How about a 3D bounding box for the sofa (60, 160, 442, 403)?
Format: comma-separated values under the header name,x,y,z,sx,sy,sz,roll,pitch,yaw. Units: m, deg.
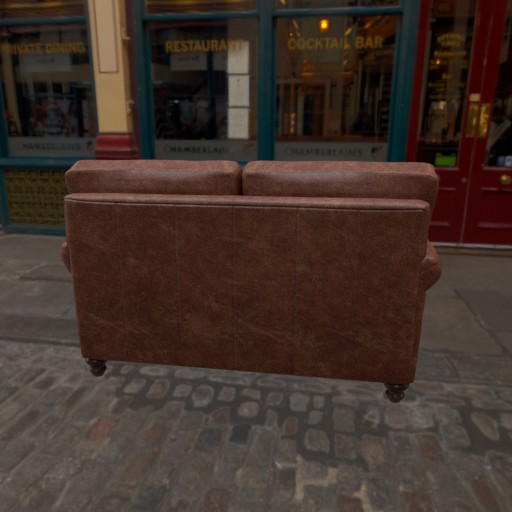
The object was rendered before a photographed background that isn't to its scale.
name,x,y,z,sx,sy,sz,roll,pitch,yaw
sofa,0.000,0.000,2.226,1.616,0.967,0.990,2,15,9
